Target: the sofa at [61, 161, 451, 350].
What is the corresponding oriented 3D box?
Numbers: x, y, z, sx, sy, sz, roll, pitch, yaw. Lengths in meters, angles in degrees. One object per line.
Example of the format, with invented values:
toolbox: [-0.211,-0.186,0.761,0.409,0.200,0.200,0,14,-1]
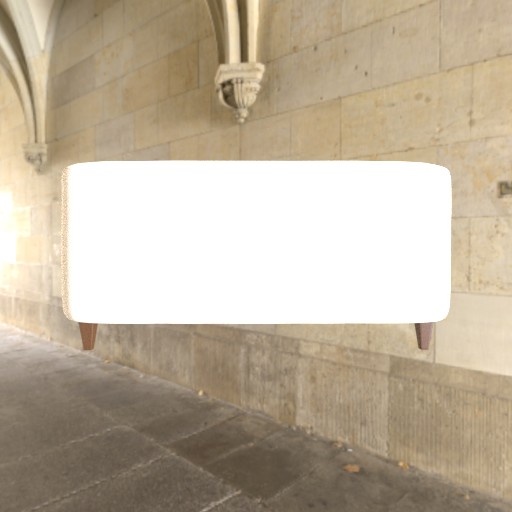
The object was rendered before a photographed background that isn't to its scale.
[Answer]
sofa: [0.000,0.000,2.229,1.733,0.855,0.941,0,1,0]
